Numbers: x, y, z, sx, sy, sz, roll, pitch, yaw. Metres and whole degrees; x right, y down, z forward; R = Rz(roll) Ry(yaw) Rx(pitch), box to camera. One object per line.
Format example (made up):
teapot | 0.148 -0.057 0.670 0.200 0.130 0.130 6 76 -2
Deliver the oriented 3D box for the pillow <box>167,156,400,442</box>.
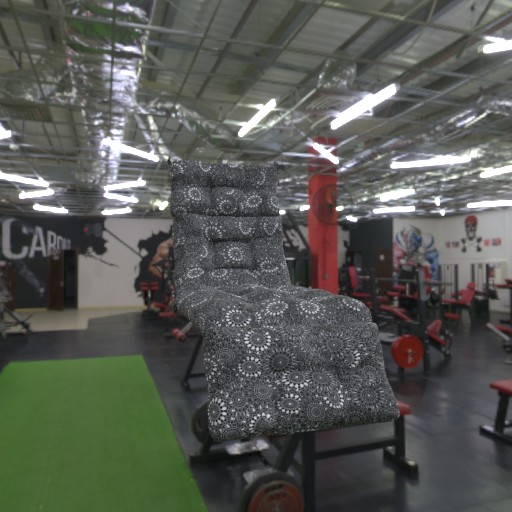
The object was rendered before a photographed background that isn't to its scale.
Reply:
pillow | 0.000 0.000 1.524 0.526 0.863 1.016 0 0 -17
